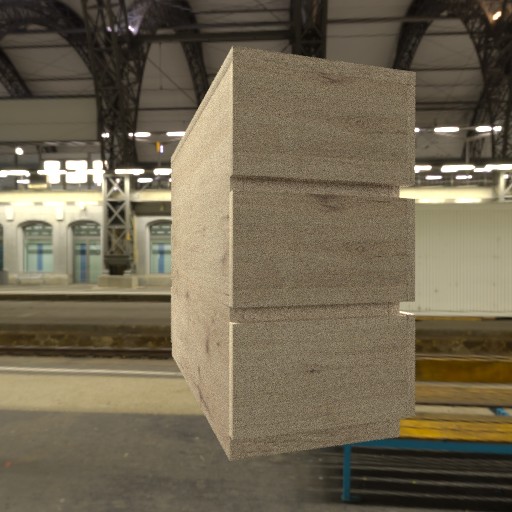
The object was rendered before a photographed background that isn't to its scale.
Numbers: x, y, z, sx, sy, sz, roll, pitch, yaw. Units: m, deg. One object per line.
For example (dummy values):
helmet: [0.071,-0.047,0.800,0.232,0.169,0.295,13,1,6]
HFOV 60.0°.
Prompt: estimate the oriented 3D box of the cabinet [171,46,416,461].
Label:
cabinet: [0.000,0.000,1.421,0.420,0.820,1.040,0,0,-17]
